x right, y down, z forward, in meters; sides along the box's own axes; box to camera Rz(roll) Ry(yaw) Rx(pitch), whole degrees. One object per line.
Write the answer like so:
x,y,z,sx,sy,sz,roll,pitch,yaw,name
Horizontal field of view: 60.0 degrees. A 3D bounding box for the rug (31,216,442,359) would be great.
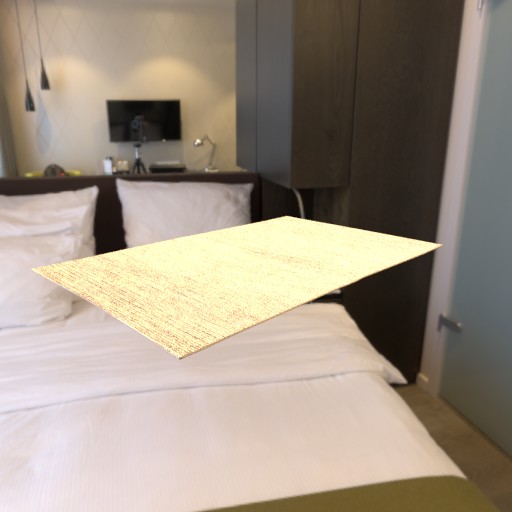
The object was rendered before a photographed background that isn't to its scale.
0.000,0.000,2.236,1.773,0.021,1.149,-16,22,-42,rug
